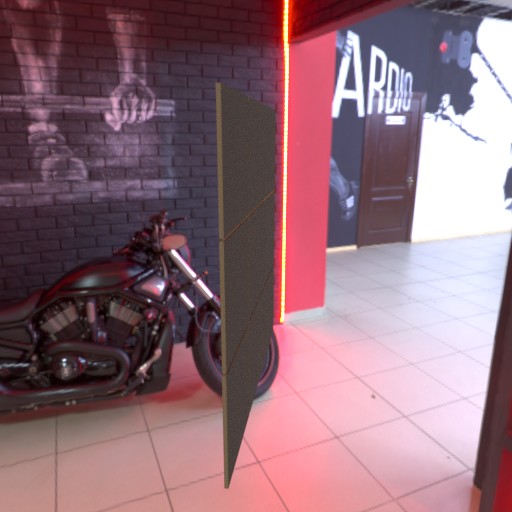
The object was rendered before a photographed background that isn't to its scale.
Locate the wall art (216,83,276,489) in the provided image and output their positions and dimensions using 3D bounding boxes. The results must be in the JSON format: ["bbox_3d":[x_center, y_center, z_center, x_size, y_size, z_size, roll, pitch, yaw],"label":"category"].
[{"bbox_3d":[0.000,0.000,2.301,0.017,1.521,1.527,2,15,9],"label":"wall art"}]
